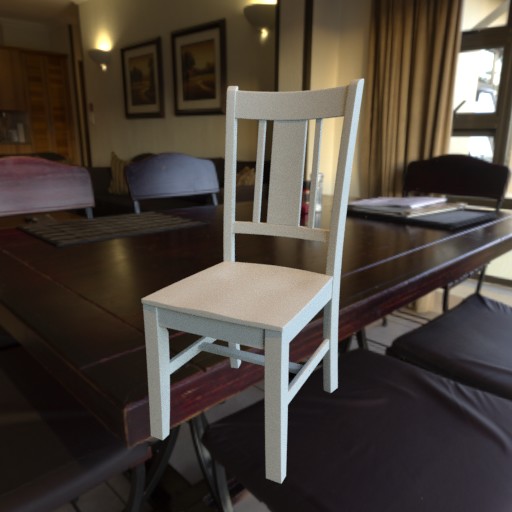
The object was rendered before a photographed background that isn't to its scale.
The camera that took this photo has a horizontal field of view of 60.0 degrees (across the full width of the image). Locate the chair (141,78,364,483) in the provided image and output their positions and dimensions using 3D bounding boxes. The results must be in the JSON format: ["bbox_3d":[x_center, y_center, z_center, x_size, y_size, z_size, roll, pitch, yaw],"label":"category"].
[{"bbox_3d":[0.000,0.000,1.293,0.450,0.998,0.555,7,17,26],"label":"chair"}]
